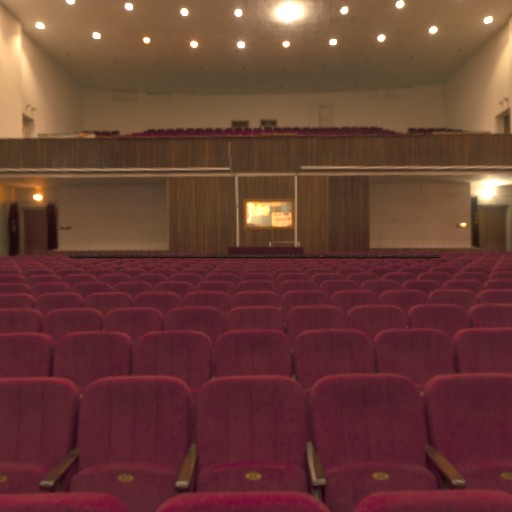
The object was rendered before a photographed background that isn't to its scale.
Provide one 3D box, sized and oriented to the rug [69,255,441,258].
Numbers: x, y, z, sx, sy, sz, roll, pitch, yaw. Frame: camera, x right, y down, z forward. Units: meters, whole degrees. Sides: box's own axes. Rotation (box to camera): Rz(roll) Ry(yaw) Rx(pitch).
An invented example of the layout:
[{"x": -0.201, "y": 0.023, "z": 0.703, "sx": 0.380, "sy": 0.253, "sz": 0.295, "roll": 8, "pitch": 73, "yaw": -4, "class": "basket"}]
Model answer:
[{"x": 0.000, "y": 0.000, "z": 3.031, "sx": 1.526, "sy": 0.015, "sz": 2.441, "roll": 0, "pitch": 0, "yaw": 0, "class": "rug"}]
